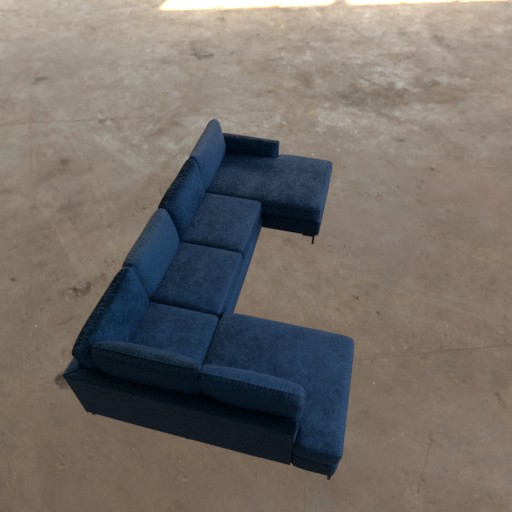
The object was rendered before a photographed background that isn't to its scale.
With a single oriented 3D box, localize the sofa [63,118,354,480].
[{"bbox_3d":[0.000,0.000,4.308,2.055,0.992,3.434,10,48,9],"label":"sofa"}]
